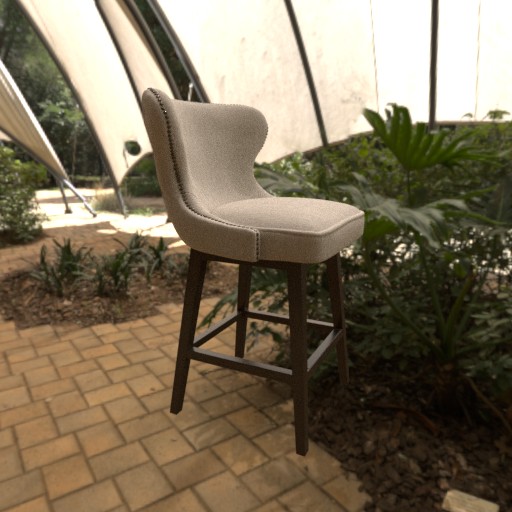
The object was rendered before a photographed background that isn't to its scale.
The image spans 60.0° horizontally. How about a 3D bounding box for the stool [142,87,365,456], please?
[{"bbox_3d":[0.000,0.000,1.405,0.597,0.972,0.615,7,15,26],"label":"stool"}]
